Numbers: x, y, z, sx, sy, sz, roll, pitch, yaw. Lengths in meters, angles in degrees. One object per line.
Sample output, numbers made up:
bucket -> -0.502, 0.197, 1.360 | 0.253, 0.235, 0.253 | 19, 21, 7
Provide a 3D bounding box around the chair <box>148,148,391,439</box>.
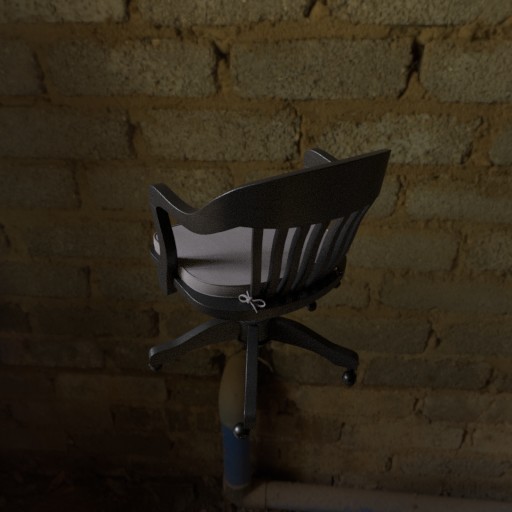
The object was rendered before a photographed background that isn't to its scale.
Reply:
chair -> 0.000, 0.000, 1.466 | 0.750, 0.878, 0.788 | -19, 36, -29
